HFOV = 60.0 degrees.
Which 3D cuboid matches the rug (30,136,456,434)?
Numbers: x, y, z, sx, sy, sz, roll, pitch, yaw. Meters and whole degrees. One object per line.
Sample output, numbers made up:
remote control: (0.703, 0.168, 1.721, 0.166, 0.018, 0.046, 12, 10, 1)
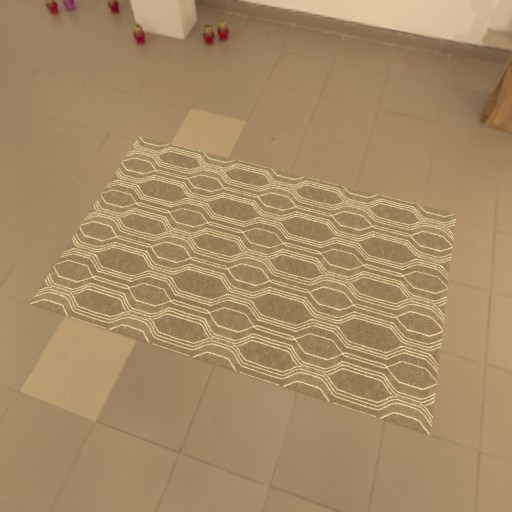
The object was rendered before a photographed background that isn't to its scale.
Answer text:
rug: (0.000, 0.000, 2.935, 2.457, 0.012, 1.541, 16, 60, 9)
